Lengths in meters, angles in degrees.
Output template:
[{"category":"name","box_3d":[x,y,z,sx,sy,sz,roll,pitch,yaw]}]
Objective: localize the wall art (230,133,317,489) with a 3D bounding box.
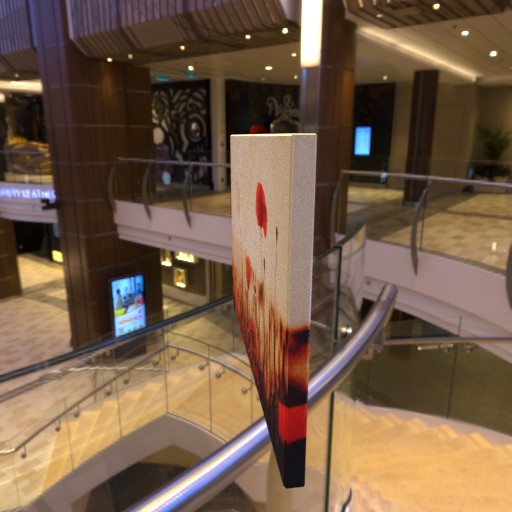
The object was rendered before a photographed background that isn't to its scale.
[{"category":"wall art","box_3d":[0.000,0.000,1.139,0.038,0.602,0.918,-2,15,-8]}]
